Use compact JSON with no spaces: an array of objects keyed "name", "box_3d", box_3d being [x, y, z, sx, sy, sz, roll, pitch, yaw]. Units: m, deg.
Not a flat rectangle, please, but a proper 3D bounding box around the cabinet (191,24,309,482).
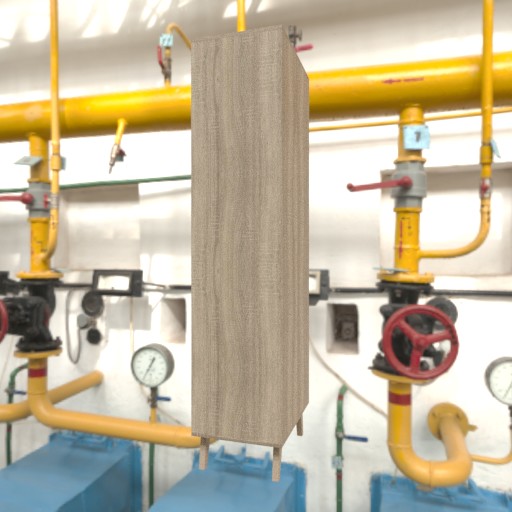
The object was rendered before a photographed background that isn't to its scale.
[{"name":"cabinet","box_3d":[0.000,0.000,2.105,0.400,1.850,0.570,0,0,18]}]
